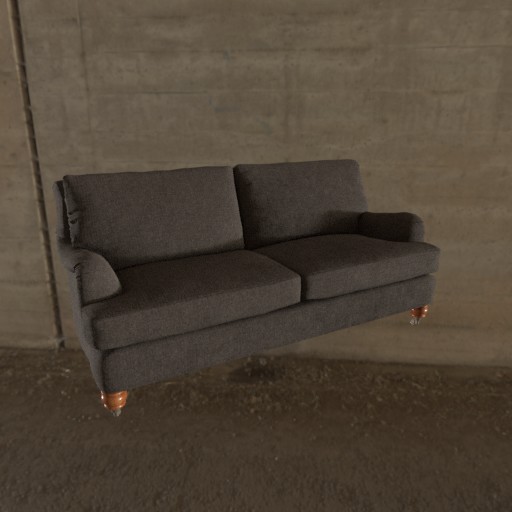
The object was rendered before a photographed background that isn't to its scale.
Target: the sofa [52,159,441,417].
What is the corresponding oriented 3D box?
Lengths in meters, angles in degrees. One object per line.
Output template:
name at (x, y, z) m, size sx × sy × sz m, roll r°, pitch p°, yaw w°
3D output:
sofa at (0.000, 0.000, 2.714) m, size 2.160 × 1.054 × 1.087 m, roll -9°, pitch 20°, yaw -28°
